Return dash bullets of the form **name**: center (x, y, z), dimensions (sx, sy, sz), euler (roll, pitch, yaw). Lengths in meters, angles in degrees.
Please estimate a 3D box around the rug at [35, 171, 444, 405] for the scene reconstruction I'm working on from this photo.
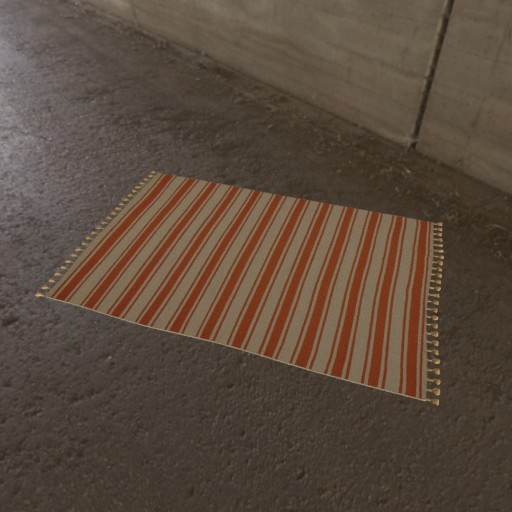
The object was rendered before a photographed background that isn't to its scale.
- **rug**: center (0.000, 0.000, 3.026), dimensions (2.433, 0.022, 1.556), euler (12, 43, 13)
